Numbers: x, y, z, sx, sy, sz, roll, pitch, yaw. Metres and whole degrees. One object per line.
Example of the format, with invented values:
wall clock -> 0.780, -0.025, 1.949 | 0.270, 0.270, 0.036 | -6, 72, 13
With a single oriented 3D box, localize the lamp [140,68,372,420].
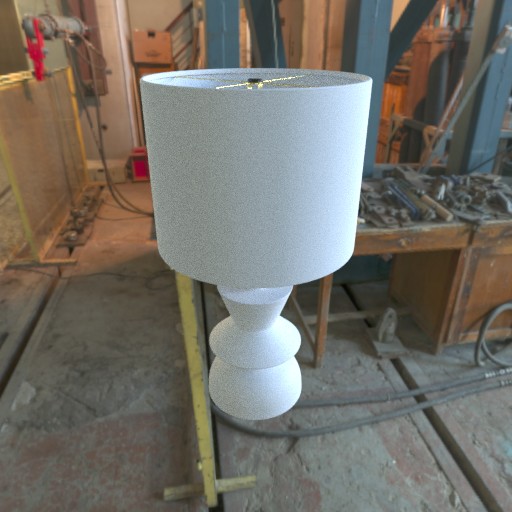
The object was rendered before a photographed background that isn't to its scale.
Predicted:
lamp -> 0.000, 0.000, 0.707 | 0.301, 0.533, 0.301 | 18, 32, 32
